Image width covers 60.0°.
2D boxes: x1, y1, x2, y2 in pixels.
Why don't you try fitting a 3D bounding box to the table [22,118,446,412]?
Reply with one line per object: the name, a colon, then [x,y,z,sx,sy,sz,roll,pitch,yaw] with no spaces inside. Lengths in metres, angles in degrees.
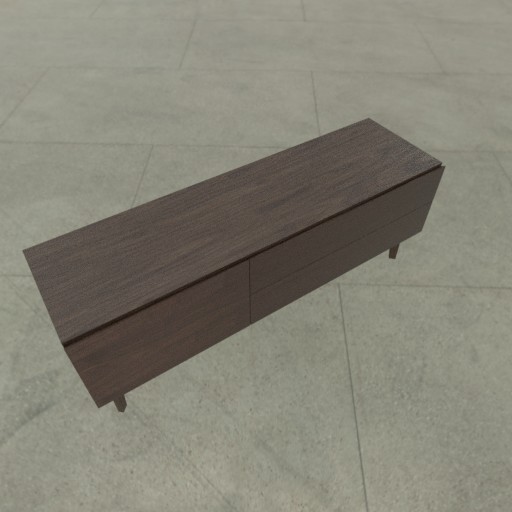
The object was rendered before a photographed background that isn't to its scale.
table: [0.000,0.000,1.648,1.397,0.508,0.405,-26,52,-22]
